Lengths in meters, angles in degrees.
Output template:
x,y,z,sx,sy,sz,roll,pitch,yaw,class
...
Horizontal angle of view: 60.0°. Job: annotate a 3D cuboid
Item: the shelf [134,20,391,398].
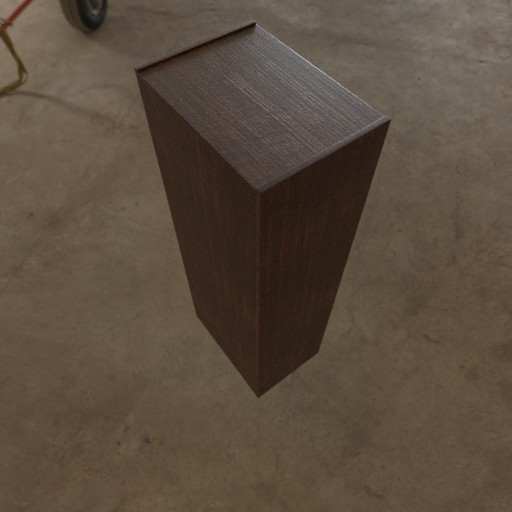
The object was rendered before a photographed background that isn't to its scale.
x,y,z,sx,sy,sz,roll,pitch,yaw,class
0.000,0.000,1.281,0.290,1.099,0.415,-32,62,-19,shelf
